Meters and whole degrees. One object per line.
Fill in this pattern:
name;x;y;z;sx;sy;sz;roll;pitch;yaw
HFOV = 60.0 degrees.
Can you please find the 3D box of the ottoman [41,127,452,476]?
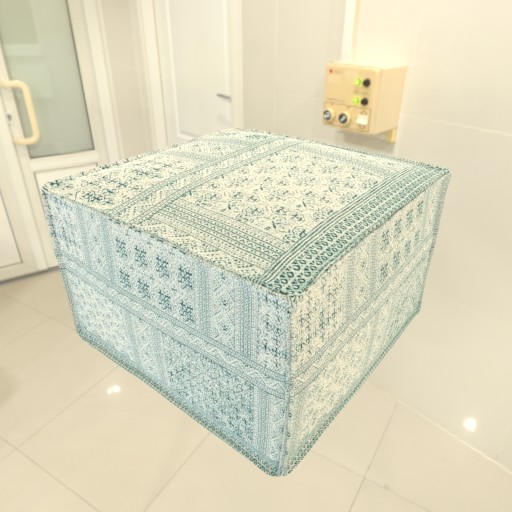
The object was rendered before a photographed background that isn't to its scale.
ottoman;0.000;0.000;1.008;0.617;0.439;0.626;22;37;33
